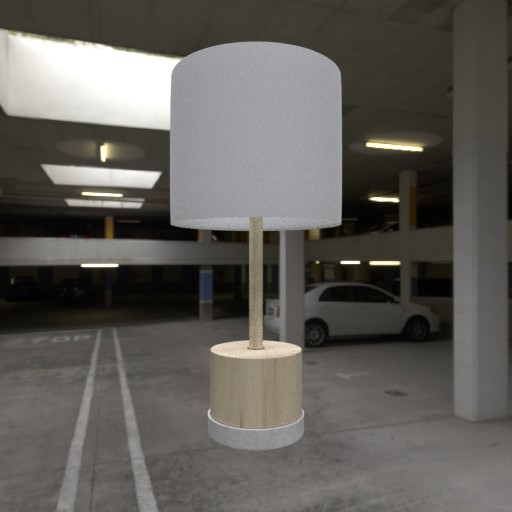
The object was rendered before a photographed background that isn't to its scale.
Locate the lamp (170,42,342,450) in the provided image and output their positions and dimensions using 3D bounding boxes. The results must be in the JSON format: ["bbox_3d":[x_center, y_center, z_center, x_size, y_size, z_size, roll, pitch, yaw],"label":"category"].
[{"bbox_3d":[0.000,0.000,0.599,0.229,0.470,0.229,0,-1,-19],"label":"lamp"}]
